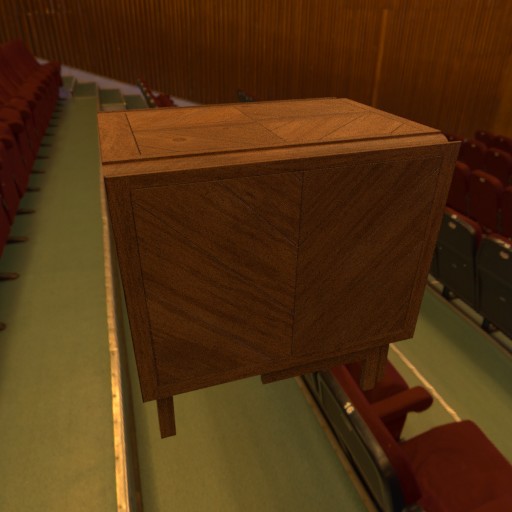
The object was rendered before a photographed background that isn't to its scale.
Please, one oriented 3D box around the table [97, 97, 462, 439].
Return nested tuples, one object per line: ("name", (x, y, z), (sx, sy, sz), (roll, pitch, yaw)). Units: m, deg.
("table", (0.000, 0.000, 1.286), (0.746, 0.763, 0.591), (-9, 30, -16))
